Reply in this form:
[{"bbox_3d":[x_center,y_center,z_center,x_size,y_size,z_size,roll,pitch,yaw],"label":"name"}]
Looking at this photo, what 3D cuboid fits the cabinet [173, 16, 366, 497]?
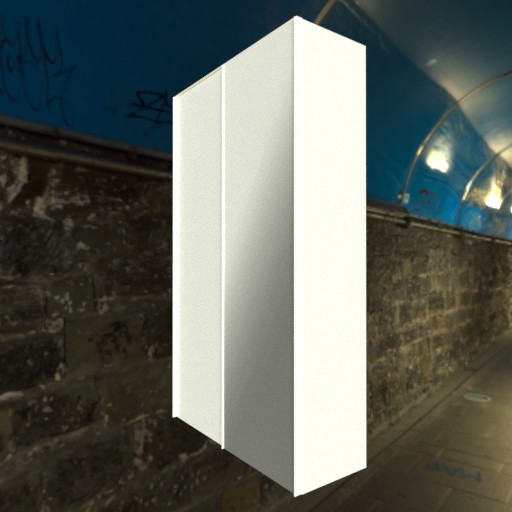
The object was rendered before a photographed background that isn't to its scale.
[{"bbox_3d":[0.000,0.000,2.626,0.480,2.160,1.250,0,0,-36],"label":"cabinet"}]
